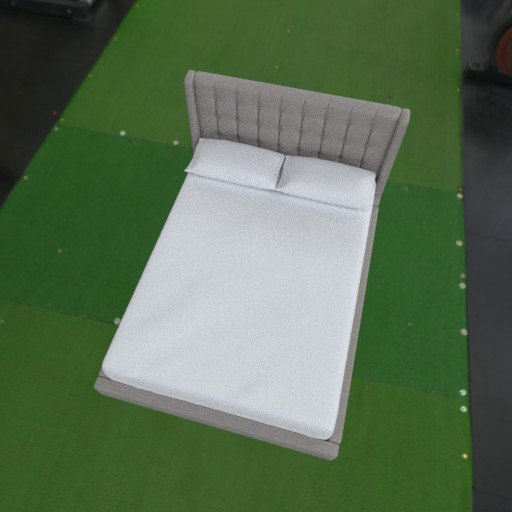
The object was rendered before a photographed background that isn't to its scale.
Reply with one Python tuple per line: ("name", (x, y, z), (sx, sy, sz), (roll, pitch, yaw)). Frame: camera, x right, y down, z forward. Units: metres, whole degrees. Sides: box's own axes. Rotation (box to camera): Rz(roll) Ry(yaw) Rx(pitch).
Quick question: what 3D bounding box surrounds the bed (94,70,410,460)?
("bed", (0.000, 0.000, 3.153), (1.656, 1.147, 2.232), (13, 60, 8))
